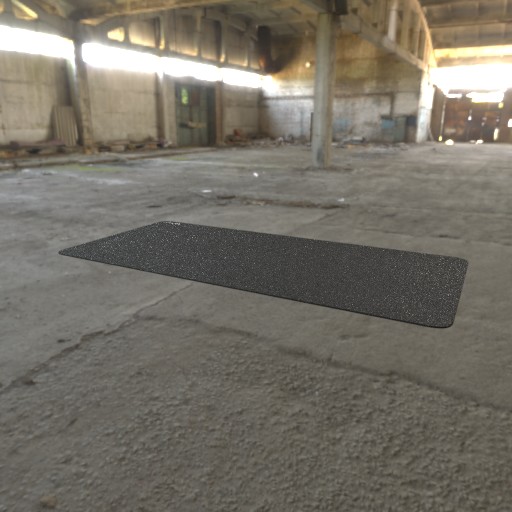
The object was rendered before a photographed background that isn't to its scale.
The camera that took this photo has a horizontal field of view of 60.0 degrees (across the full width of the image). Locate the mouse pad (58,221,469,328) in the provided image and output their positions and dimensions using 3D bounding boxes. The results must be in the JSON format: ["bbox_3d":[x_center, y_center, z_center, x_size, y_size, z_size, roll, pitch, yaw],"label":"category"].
[{"bbox_3d":[0.000,0.000,1.063,0.907,0.003,0.424,9,19,27],"label":"mouse pad"}]
